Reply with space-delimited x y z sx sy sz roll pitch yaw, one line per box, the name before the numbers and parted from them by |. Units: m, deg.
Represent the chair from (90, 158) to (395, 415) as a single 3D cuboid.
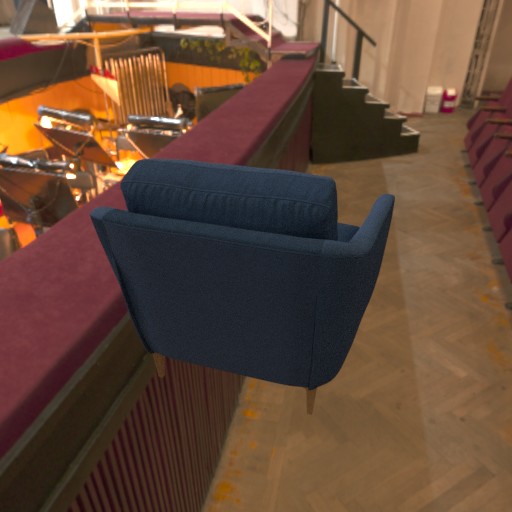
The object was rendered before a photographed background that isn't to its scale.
chair | 0.000 0.000 1.751 0.987 0.899 0.961 9 32 15
